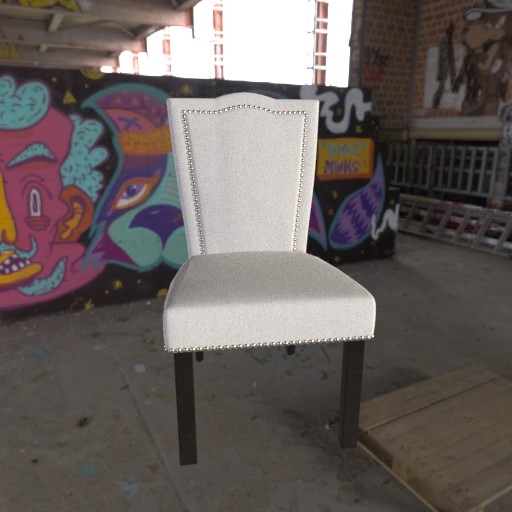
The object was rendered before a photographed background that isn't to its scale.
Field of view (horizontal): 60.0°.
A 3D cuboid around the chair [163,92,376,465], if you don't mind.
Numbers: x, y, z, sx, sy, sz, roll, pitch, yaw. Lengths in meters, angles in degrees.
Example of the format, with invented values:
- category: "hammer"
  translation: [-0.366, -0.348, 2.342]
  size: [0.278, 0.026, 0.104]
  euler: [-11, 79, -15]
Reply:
- category: "chair"
  translation: [0.000, 0.000, 1.297]
  size: [0.518, 0.946, 0.589]
  euler: [-2, 15, -8]
